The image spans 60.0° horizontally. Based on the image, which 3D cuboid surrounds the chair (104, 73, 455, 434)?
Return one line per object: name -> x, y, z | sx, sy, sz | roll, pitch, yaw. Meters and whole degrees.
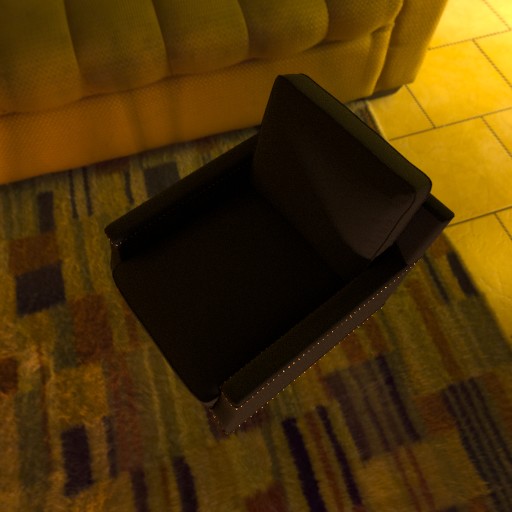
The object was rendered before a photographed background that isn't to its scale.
chair -> 0.000, 0.000, 1.747 | 1.014, 0.943, 0.853 | -35, 68, -16
